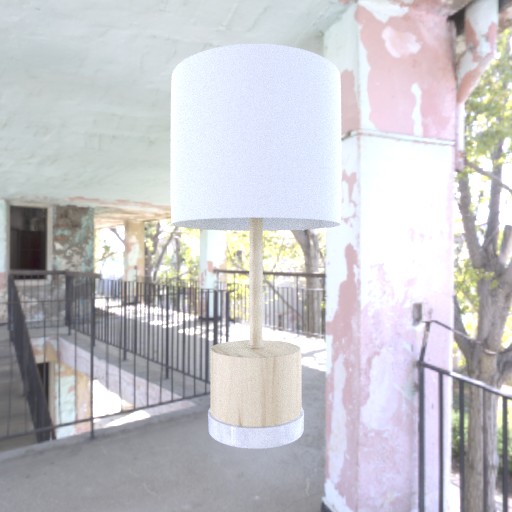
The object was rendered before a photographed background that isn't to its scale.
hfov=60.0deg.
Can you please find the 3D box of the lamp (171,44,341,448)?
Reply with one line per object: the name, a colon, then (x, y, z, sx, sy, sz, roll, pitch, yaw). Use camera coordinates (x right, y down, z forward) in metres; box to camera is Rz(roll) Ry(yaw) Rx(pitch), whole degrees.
lamp: (0.000, 0.000, 0.604, 0.229, 0.470, 0.229, 0, -1, -18)
